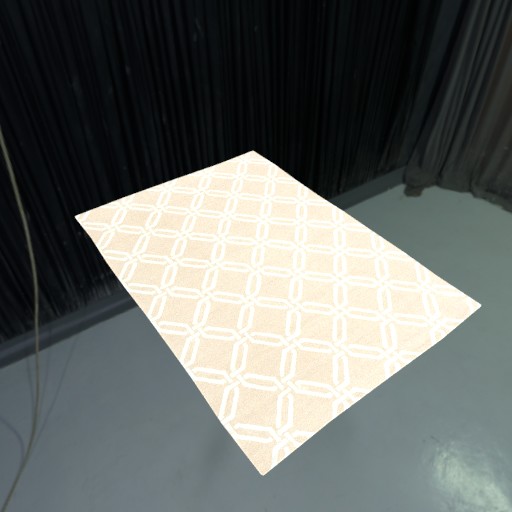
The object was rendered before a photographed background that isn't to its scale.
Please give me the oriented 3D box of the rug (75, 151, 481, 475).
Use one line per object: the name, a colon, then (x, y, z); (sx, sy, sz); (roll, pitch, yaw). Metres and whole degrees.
rug: (0.000, 0.000, 2.723); (1.524, 0.013, 2.135); (-27, 49, -26)
